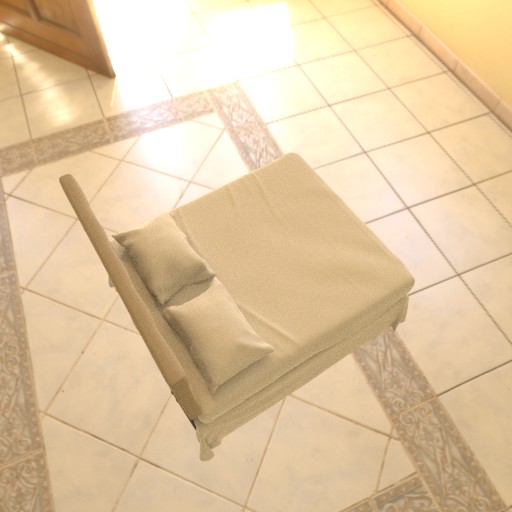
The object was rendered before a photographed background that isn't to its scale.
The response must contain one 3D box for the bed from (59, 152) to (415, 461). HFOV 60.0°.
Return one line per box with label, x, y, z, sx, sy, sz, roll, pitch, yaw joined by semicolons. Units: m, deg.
bed;0.000;0.000;3.497;2.222;1.577;1.936;-29;63;-16
